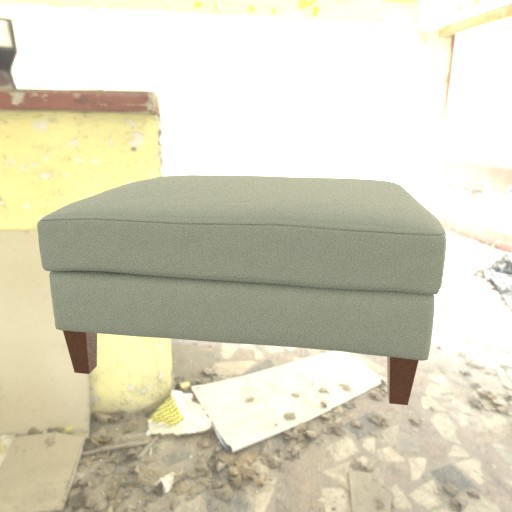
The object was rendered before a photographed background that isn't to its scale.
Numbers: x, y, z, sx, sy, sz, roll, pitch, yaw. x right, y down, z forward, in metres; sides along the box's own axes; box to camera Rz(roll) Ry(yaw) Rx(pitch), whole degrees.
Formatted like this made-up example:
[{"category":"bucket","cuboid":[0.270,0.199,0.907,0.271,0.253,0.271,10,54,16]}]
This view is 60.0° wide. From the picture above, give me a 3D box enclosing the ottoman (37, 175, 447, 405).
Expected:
[{"category":"ottoman","cuboid":[0.000,0.000,1.457,0.991,0.494,0.842,3,17,9]}]
